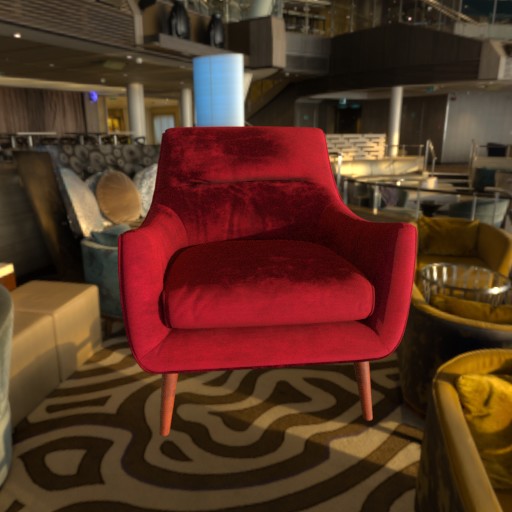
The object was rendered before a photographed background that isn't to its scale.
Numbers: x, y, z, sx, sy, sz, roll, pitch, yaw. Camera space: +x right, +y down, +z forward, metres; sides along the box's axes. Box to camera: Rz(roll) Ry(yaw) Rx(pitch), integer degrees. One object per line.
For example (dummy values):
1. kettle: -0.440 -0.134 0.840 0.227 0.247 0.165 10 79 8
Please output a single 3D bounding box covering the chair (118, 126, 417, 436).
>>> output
1. chair: 0.000 0.000 1.475 0.762 0.838 0.787 -2 15 -7
